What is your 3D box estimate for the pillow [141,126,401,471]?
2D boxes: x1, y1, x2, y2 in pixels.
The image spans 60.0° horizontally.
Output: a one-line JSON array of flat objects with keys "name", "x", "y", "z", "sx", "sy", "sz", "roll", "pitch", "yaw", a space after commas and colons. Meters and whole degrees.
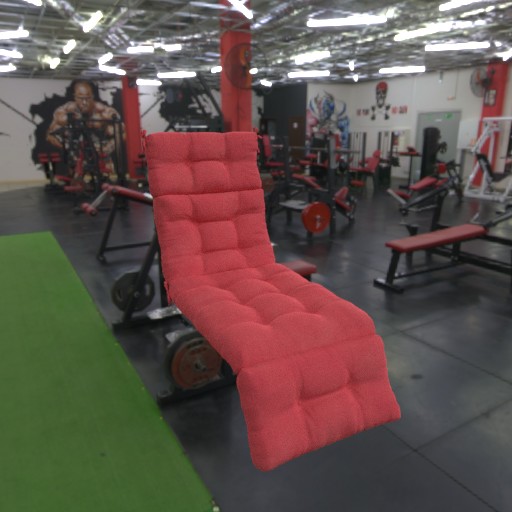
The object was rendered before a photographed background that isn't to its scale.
[{"name": "pillow", "x": 0.000, "y": 0.000, "z": 1.534, "sx": 0.526, "sy": 0.863, "sz": 1.016, "roll": -8, "pitch": 18, "yaw": -27}]
